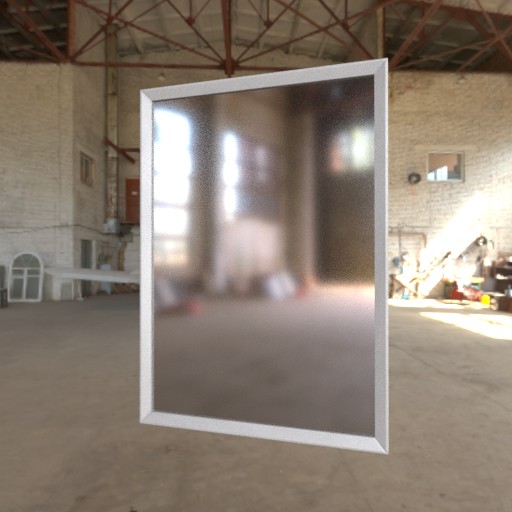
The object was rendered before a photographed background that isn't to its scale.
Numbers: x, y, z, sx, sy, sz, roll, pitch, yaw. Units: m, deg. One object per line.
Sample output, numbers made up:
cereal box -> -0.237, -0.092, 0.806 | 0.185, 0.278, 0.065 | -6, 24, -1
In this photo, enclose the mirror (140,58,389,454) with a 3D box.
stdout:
mirror -> 0.000, 0.000, 0.887 | 0.507, 0.710, 0.039 | 0, 0, 17
